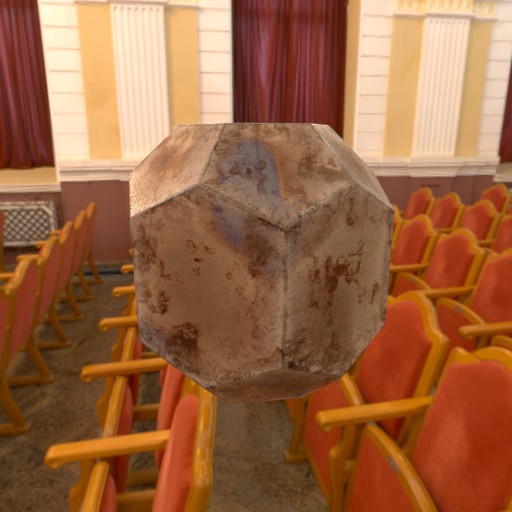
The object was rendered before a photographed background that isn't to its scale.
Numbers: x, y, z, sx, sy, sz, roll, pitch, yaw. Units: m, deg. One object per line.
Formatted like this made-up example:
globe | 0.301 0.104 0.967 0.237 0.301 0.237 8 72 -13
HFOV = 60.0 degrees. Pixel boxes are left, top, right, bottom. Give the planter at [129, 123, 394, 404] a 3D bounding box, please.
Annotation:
planter | 0.000 0.000 0.419 0.221 0.238 0.243 -2 15 -9
